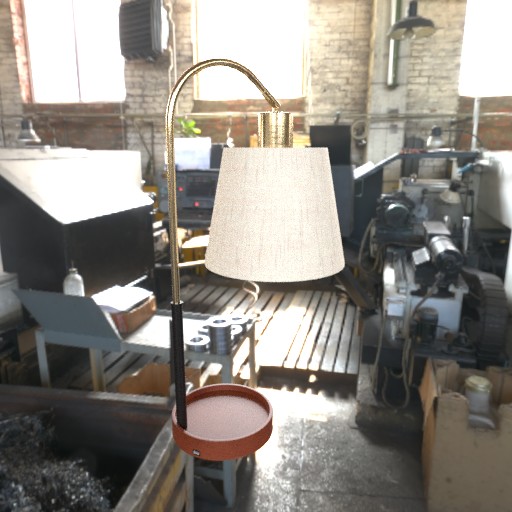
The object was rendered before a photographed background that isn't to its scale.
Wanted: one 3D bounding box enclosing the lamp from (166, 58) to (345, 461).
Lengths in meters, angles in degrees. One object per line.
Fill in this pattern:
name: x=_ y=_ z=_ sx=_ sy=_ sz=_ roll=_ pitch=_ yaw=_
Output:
lamp: x=0.000 y=0.000 z=0.656 sx=0.273 sy=0.536 sz=0.211 roll=-7 pitch=16 yaw=-27
